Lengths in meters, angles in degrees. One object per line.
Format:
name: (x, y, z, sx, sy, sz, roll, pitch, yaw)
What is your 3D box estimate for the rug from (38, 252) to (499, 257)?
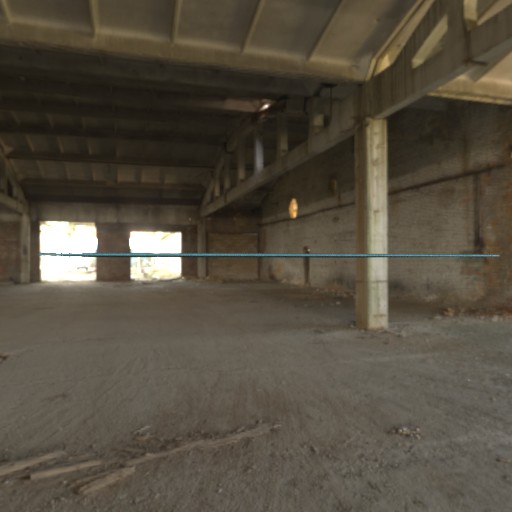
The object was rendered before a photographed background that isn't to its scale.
rug: (0.000, 0.000, 2.753, 2.205, 0.012, 1.554, 0, 0, -17)
